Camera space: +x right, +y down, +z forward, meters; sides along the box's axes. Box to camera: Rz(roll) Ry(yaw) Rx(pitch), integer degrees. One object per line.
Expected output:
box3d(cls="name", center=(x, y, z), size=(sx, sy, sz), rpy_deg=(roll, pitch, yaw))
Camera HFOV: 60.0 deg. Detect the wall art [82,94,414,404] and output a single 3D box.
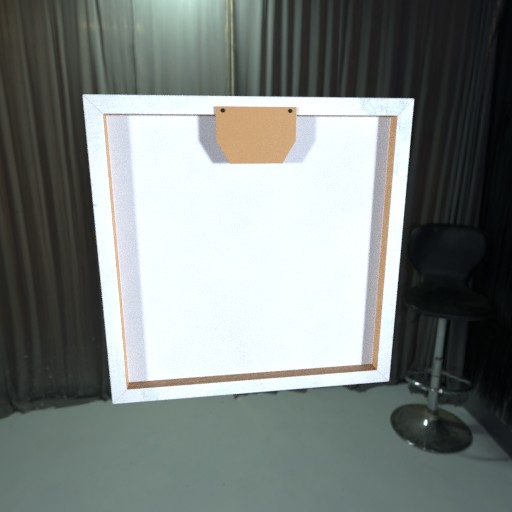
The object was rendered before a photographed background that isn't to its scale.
box3d(cls="wall art", center=(0.000, 0.000, 0.894), size=(0.605, 0.605, 0.044), rpy_deg=(-2, 15, -8))
